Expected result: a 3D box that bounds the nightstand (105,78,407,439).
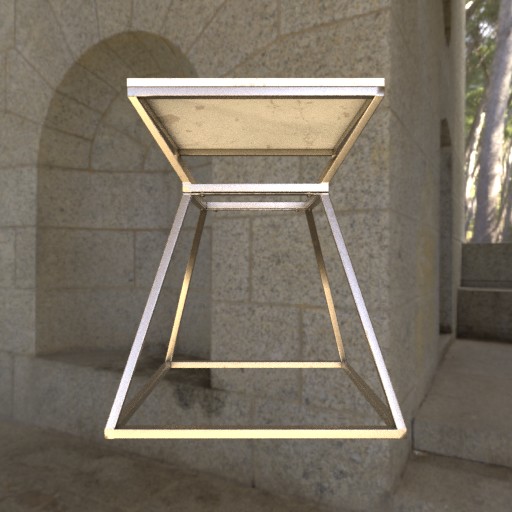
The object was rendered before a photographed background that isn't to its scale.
[{"bbox_3d":[0.000,0.000,0.894,0.455,0.554,0.455,0,-1,0],"label":"nightstand"}]
